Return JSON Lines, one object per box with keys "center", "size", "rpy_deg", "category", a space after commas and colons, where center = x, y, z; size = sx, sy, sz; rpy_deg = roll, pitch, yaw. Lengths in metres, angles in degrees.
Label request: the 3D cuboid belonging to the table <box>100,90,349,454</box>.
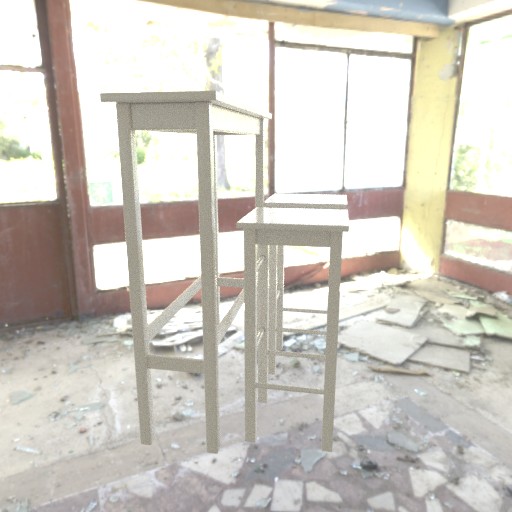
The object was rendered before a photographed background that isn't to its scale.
{"center": [0.000, 0.000, 1.650], "size": [0.650, 1.065, 0.915], "rpy_deg": [3, 15, 10], "category": "table"}
